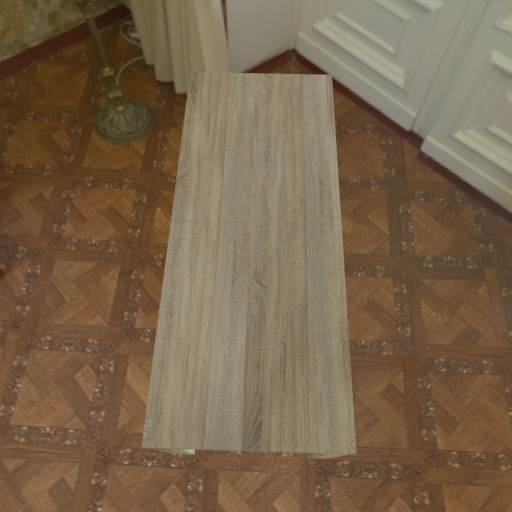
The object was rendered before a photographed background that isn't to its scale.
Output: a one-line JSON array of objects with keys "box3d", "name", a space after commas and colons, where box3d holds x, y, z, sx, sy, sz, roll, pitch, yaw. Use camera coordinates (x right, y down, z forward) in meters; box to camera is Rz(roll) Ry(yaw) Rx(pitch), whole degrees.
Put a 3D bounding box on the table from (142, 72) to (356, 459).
[{"box3d": [0.000, 0.000, 2.692, 0.900, 0.790, 2.200, 1, 64, 1], "name": "table"}]
